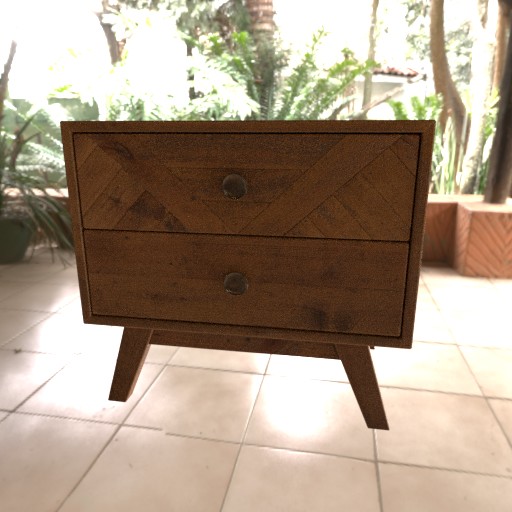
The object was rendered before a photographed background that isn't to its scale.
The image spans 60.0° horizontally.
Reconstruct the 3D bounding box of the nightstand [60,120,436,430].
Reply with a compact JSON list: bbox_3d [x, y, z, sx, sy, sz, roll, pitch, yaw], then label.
[{"bbox_3d":[0.000,0.000,1.036,0.650,0.599,0.450,3,16,9],"label":"nightstand"}]
